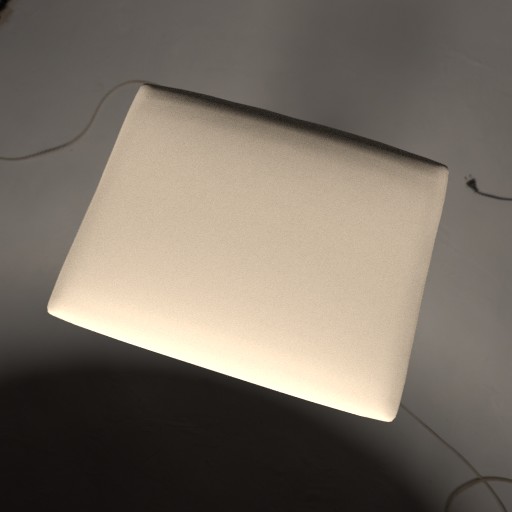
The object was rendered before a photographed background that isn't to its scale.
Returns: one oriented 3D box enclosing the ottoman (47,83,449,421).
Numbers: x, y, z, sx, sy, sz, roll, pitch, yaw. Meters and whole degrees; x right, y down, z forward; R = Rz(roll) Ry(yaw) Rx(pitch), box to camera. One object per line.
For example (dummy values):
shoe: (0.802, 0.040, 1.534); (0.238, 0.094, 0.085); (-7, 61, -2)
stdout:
ottoman: (0.000, 0.000, 1.114); (0.741, 0.513, 0.584); (17, 76, 4)
